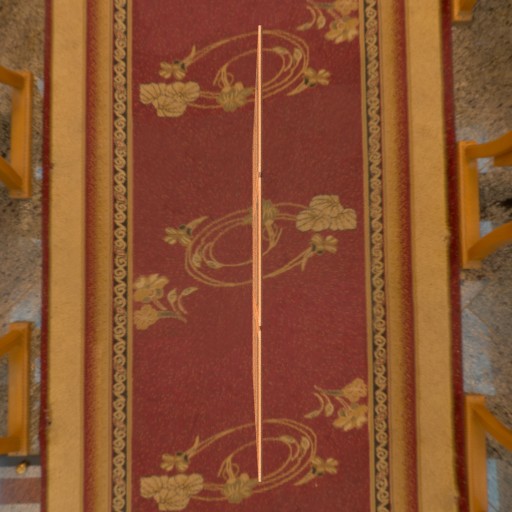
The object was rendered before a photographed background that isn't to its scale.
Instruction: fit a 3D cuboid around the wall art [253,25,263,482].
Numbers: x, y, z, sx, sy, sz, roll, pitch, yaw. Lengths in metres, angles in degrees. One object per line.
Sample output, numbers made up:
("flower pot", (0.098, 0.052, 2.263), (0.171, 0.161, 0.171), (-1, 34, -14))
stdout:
("wall art", (0.000, 0.000, 2.237), (0.013, 1.525, 1.520), (0, 89, -1))
